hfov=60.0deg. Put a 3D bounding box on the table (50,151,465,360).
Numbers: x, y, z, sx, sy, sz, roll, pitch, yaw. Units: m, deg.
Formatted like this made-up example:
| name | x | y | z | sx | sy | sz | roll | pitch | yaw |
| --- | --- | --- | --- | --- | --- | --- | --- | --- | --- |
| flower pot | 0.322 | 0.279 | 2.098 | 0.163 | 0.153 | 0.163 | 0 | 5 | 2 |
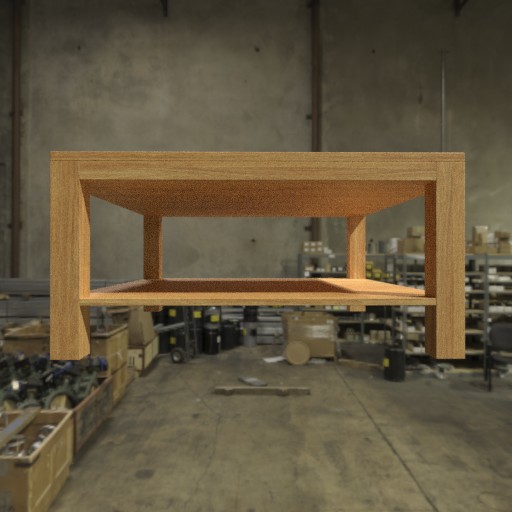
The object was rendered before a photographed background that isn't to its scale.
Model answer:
| name | x | y | z | sx | sy | sz | roll | pitch | yaw |
| --- | --- | --- | --- | --- | --- | --- | --- | --- | --- |
| table | 0.000 | 0.000 | 1.411 | 0.900 | 0.450 | 0.900 | 0 | 0 | -1 |
